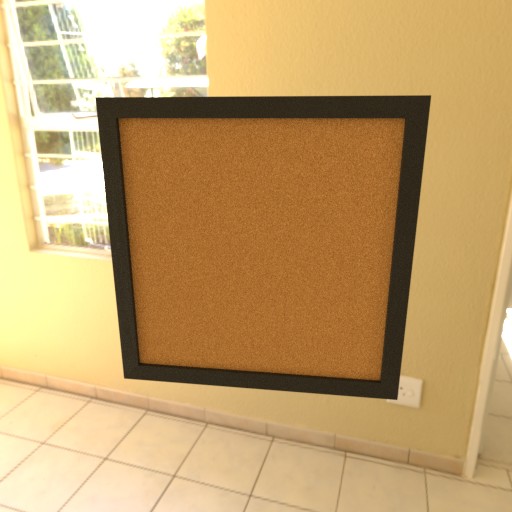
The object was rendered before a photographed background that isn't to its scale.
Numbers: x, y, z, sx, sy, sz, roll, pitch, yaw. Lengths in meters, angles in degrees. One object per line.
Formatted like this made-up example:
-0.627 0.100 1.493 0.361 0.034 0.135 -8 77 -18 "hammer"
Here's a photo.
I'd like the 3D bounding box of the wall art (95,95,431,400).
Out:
0.000 0.000 1.500 1.016 1.016 0.038 2 18 7 "wall art"
